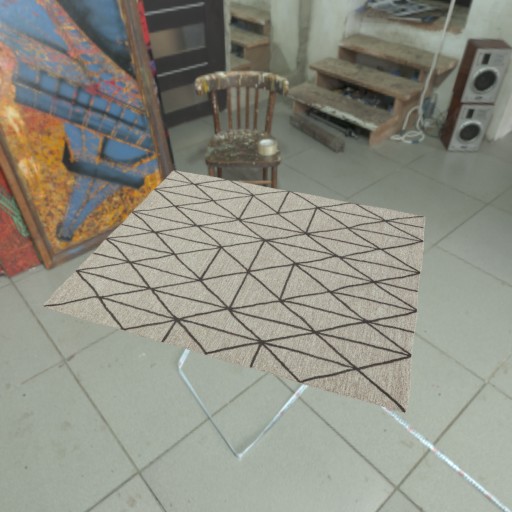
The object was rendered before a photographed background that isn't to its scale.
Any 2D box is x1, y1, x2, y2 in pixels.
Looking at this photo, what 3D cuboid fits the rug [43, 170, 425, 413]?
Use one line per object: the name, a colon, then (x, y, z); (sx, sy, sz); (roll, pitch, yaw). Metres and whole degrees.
rug: (0.000, 0.000, 4.300); (3.061, 0.022, 2.468); (13, 42, 14)
